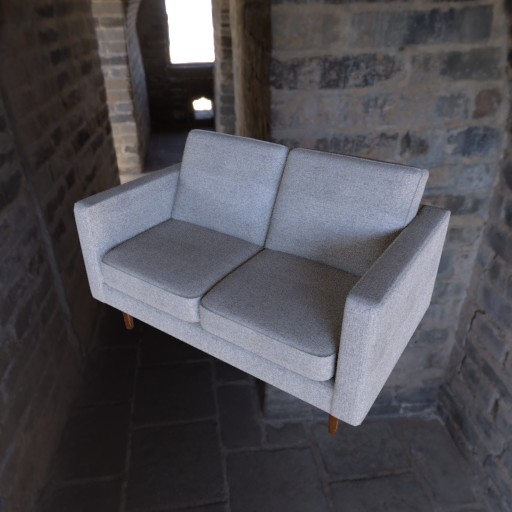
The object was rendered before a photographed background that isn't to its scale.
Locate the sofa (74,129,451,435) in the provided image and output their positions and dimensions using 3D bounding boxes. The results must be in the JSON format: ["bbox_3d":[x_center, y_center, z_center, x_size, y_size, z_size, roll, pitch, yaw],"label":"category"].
[{"bbox_3d":[0.000,0.000,2.193,1.527,0.973,0.969,18,34,29],"label":"sofa"}]
